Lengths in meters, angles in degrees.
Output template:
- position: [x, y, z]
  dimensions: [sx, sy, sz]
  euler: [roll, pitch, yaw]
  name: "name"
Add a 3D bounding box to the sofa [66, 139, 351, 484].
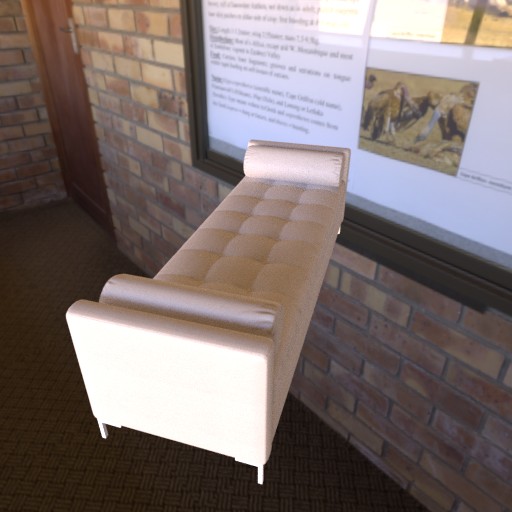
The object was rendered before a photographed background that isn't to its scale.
- position: [0.000, 0.000, 2.293]
  dimensions: [0.686, 0.635, 1.981]
  euler: [9, 32, 15]
  name: "sofa"
